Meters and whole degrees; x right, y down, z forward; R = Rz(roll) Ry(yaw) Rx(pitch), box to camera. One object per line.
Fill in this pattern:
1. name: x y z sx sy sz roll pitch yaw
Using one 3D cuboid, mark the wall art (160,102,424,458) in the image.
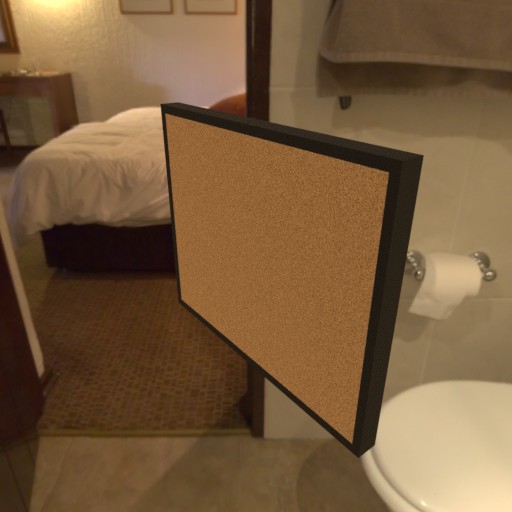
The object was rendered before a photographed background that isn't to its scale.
1. wall art: 0.000 0.000 0.556 0.028 0.325 0.397 -19 32 -33
